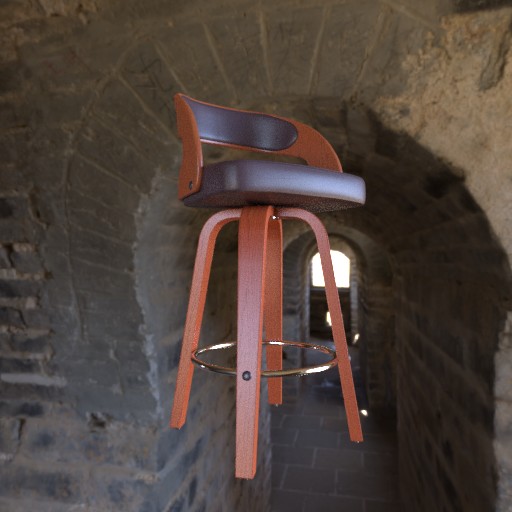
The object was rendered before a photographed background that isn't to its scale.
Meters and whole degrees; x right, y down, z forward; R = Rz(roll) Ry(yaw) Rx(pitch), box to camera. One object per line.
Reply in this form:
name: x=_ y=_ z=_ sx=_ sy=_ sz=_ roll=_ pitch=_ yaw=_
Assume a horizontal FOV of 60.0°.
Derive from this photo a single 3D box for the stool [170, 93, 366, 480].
stool: x=0.000 y=0.000 z=1.192 sx=0.457 sy=0.940 sz=0.457 roll=0 pitch=-1 yaw=-35
